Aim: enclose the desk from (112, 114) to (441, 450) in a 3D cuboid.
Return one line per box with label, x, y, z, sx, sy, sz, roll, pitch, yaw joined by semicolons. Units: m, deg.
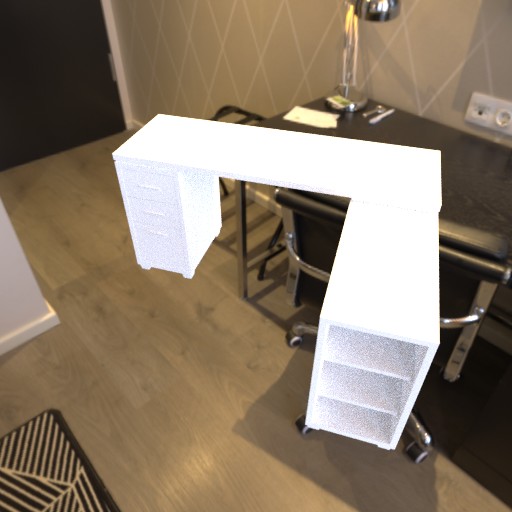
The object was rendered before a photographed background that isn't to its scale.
desk;0.000;0.000;2.156;1.524;0.759;1.199;11;42;13
